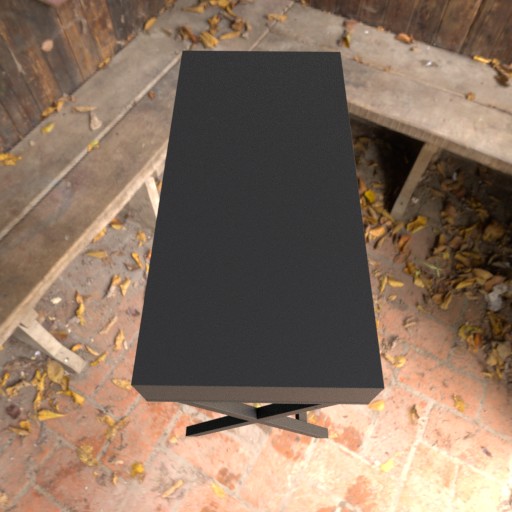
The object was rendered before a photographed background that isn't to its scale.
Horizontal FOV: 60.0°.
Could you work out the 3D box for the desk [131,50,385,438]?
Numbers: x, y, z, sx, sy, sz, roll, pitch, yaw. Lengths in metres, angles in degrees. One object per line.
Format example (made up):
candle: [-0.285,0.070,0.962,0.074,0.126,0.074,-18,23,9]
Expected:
desk: [0.000,0.000,1.483,0.525,0.780,1.057,1,60,0]
